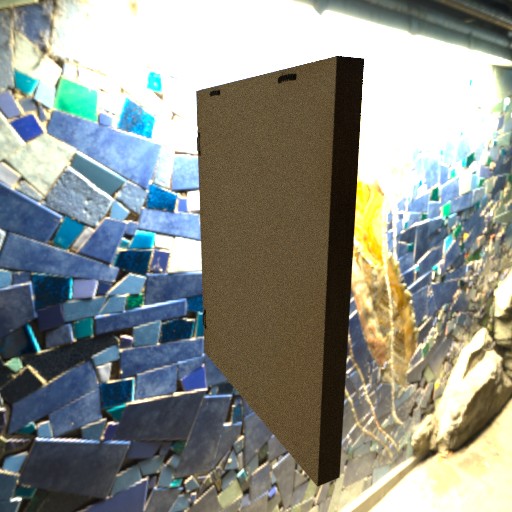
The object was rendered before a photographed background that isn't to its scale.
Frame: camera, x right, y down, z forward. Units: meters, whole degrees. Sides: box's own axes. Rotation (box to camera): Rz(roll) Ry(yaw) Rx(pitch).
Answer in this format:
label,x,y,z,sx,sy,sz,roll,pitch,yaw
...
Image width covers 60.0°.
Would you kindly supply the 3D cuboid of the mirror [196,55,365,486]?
label,x,y,z,sx,sy,sz,roll,pitch,yaw
mirror,0.000,0.000,0.678,0.041,0.508,0.405,-8,17,-26
